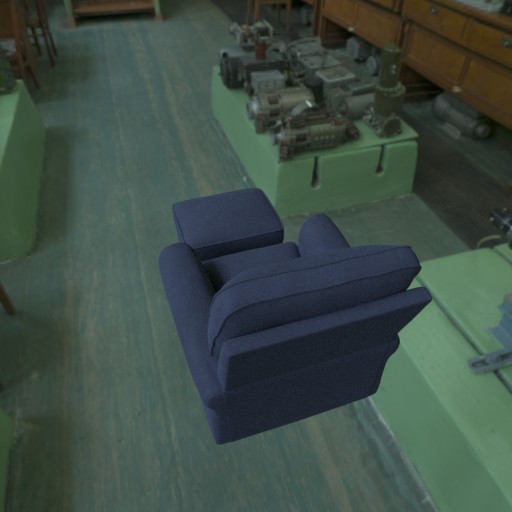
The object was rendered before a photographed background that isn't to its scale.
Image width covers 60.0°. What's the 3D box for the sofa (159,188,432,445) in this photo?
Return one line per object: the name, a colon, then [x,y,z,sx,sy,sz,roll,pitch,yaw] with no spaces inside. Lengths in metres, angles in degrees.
sofa: [0.000,0.000,2.056,0.880,0.959,1.478,-13,43,-14]
